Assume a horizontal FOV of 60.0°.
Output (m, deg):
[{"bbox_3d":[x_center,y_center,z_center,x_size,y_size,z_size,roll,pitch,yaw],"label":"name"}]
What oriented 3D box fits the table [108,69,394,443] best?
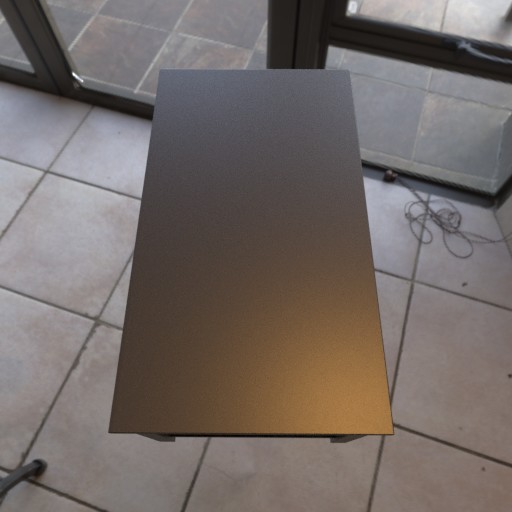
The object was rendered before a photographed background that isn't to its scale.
[{"bbox_3d":[0.000,0.000,1.381,0.612,0.493,1.068,0,64,0],"label":"table"}]
